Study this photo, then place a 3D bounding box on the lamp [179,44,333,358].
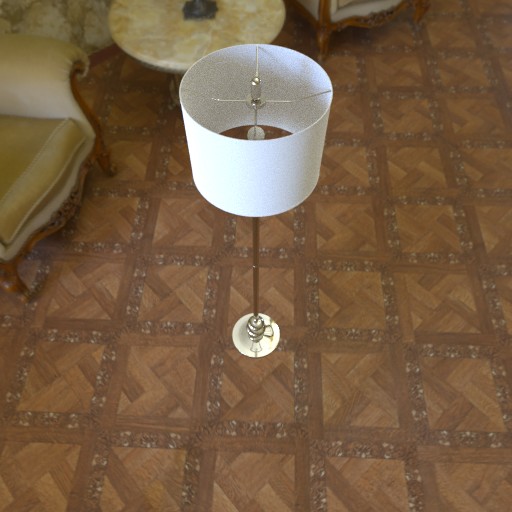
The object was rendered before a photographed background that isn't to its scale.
[{"bbox_3d":[0.000,0.000,1.634,0.356,1.487,0.356,1,57,1],"label":"lamp"}]
